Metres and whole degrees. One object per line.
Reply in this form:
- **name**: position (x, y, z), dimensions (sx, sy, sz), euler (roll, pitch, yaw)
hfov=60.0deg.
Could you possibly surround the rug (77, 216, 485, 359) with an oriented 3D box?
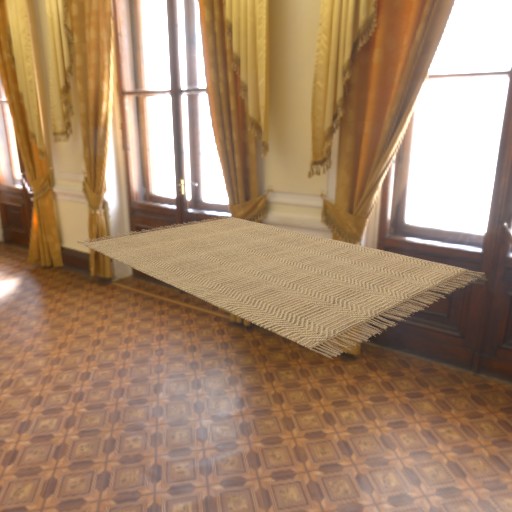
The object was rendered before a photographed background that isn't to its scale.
- **rug**: position (0.000, 0.000, 2.484), dimensions (1.224, 0.027, 2.021), euler (-15, 22, -41)
